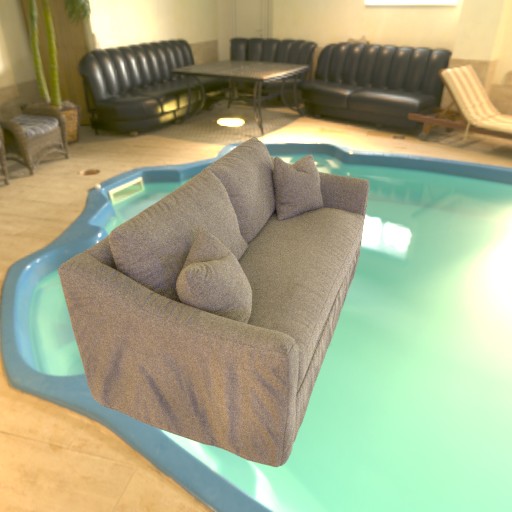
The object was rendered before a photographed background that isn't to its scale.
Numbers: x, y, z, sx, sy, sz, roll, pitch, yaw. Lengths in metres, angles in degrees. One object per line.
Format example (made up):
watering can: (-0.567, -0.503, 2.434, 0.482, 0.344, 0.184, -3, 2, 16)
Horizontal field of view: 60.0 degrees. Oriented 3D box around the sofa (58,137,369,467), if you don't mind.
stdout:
sofa: (0.000, 0.000, 2.680, 1.072, 1.018, 2.010, 11, 32, 18)
